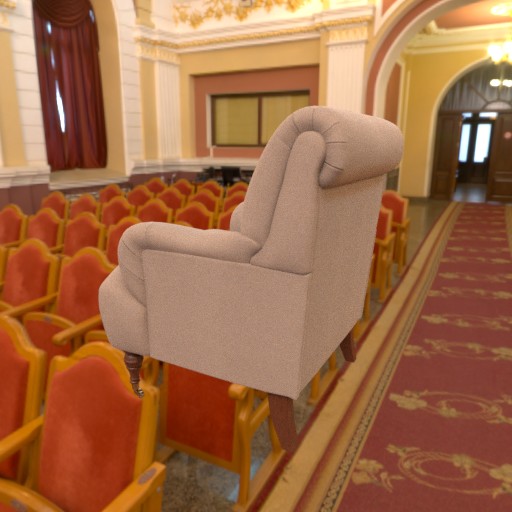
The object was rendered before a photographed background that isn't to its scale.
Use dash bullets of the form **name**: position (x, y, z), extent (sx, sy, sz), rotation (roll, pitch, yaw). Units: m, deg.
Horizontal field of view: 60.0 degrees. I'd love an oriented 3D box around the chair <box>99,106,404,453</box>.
- **chair**: position (0.000, 0.000, 1.553), extent (0.842, 0.942, 0.766), rotation (7, 16, 27)
